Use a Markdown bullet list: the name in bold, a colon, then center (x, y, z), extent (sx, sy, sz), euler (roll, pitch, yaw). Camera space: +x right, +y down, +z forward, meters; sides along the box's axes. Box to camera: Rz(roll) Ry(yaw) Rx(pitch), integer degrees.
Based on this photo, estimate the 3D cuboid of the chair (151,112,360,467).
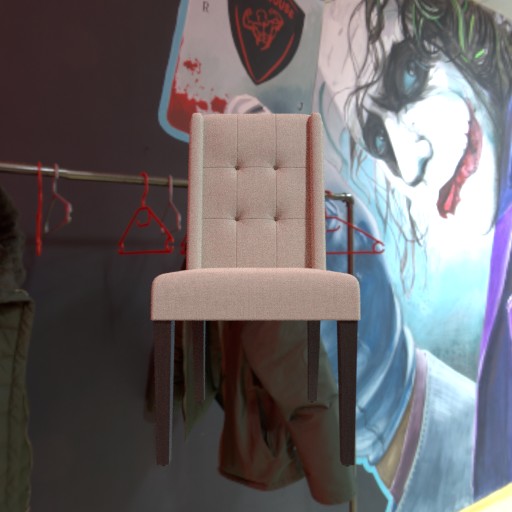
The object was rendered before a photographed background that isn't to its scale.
- **chair**: center (0.000, 0.000, 1.254), extent (0.474, 0.961, 0.523), euler (0, 0, 0)
